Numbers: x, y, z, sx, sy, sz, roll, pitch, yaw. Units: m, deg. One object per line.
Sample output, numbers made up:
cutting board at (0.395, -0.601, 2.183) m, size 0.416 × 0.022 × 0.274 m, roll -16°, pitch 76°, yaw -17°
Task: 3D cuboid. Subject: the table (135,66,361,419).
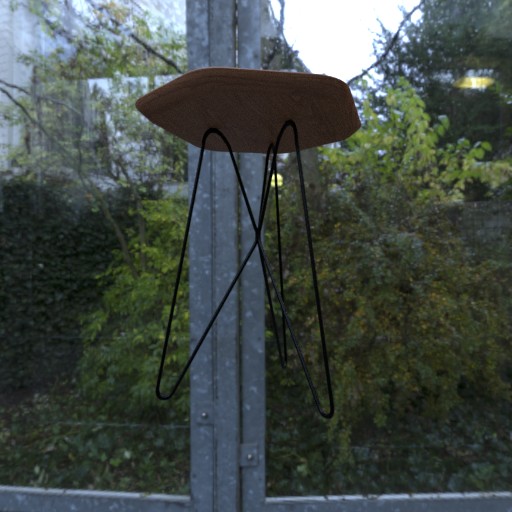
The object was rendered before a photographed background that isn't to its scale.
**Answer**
table at (0.000, 0.000, 0.898) m, size 0.400 × 0.562 × 0.500 m, roll 0°, pitch 0°, yaw 19°
